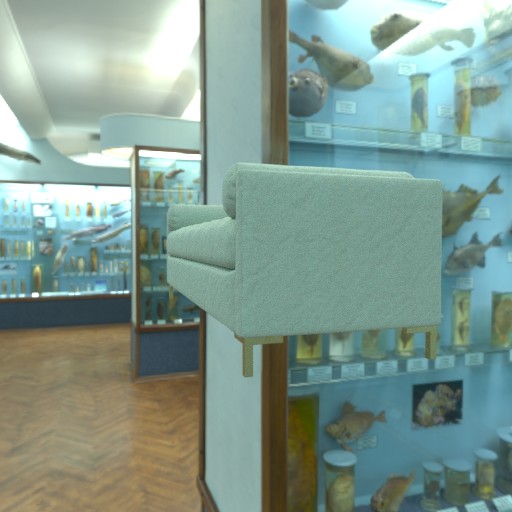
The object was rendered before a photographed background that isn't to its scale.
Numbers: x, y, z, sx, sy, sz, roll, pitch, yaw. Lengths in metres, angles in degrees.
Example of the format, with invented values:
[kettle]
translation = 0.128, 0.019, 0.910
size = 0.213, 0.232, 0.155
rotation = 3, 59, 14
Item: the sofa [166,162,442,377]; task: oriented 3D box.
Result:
[sofa]
translation = 0.000, 0.000, 2.484
size = 0.796, 0.705, 2.102
rotation = -1, 2, -18
